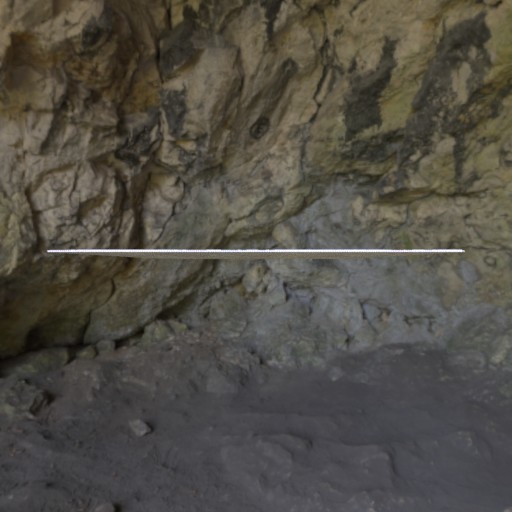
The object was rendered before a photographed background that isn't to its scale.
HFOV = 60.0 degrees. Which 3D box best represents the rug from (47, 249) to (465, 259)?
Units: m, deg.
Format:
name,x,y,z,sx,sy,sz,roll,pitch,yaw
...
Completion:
name,x,y,z,sx,sy,sz,roll,pitch,yaw
rug,0.000,0.000,4.073,2.423,0.014,3.040,0,-1,0
